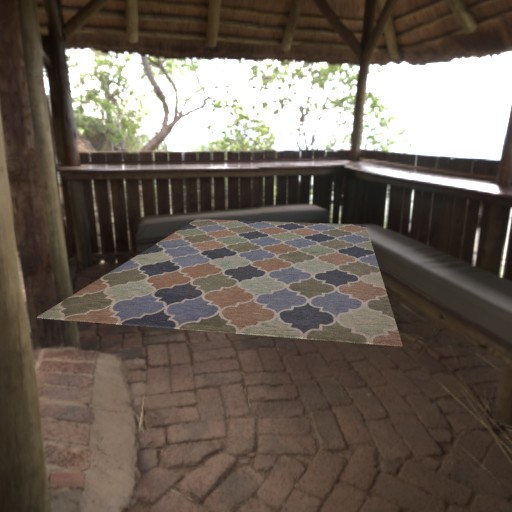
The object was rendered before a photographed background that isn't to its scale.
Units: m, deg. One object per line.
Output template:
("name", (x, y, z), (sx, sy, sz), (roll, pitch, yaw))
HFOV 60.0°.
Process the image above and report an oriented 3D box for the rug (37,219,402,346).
("rug", (0.000, 0.000, 2.874), (1.521, 0.006, 2.284), (3, 16, 10))
